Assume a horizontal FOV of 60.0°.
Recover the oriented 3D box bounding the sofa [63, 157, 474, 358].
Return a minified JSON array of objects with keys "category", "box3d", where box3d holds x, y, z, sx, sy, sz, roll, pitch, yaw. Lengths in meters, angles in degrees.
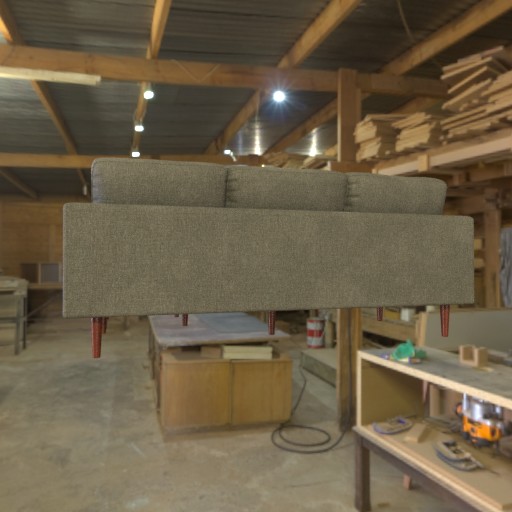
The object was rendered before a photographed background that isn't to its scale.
[{"category":"sofa","box3d":[0.000,0.000,2.976,2.233,0.956,1.504,0,0,-17]}]
